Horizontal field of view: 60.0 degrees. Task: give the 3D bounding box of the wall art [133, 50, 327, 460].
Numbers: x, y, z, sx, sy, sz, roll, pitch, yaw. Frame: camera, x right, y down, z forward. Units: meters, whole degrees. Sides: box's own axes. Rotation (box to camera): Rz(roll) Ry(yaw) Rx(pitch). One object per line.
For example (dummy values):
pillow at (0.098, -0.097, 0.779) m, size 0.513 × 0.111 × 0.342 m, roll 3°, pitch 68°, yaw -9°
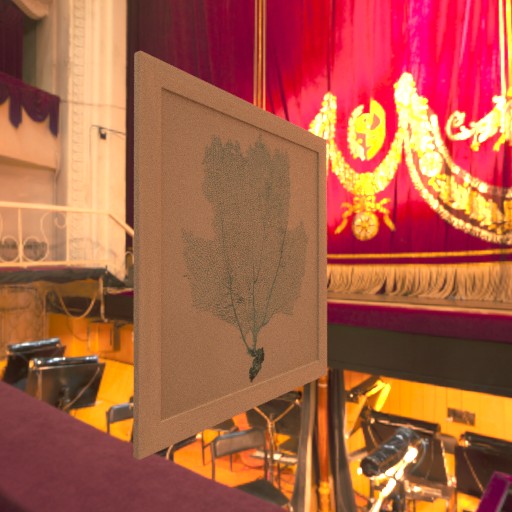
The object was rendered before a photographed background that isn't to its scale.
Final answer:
wall art at (0.000, 0.000, 0.871) m, size 0.013 × 0.584 × 0.584 m, roll 0°, pitch -1°, yaw 36°
